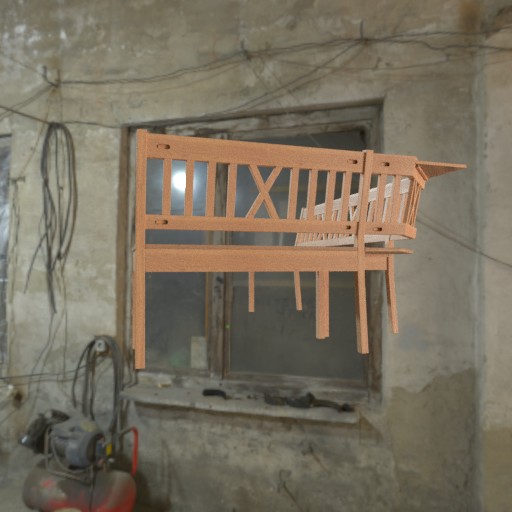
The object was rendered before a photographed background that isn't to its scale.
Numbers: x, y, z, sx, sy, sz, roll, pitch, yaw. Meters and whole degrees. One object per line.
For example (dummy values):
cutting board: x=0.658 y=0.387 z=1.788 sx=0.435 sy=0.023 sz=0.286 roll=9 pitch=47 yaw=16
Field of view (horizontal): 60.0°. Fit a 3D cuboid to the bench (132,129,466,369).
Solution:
bench: x=0.000 y=0.000 z=2.790 sx=1.537 sy=0.902 sz=1.937 roll=0 pitch=-1 yaw=-18
